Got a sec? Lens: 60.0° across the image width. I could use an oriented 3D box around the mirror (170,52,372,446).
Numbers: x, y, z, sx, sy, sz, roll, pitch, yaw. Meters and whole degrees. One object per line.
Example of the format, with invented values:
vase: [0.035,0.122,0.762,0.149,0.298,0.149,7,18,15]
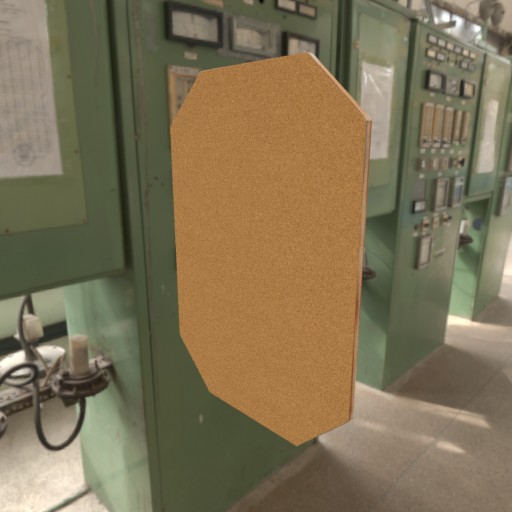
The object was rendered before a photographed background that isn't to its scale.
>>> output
mirror: [0.000,0.000,1.262,0.061,1.015,0.709,-14,20,-43]
